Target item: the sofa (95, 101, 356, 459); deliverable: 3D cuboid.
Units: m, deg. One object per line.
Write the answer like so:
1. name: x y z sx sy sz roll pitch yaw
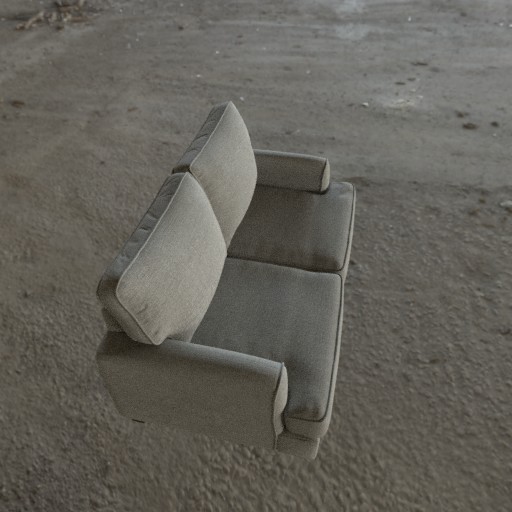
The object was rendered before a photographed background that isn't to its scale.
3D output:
1. sofa: 0.000 0.000 2.288 0.965 0.965 1.651 9 45 9
